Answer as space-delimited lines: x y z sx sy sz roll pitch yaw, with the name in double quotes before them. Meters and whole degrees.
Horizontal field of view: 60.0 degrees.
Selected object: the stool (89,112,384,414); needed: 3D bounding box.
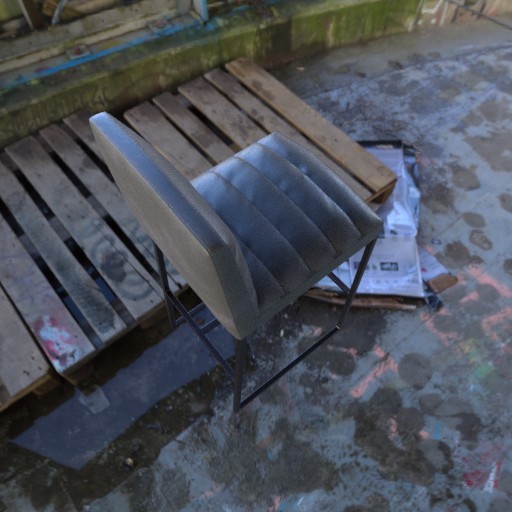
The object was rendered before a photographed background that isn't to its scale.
"stool" 0.000 0.000 1.346 0.562 1.065 0.463 -34 63 -20
